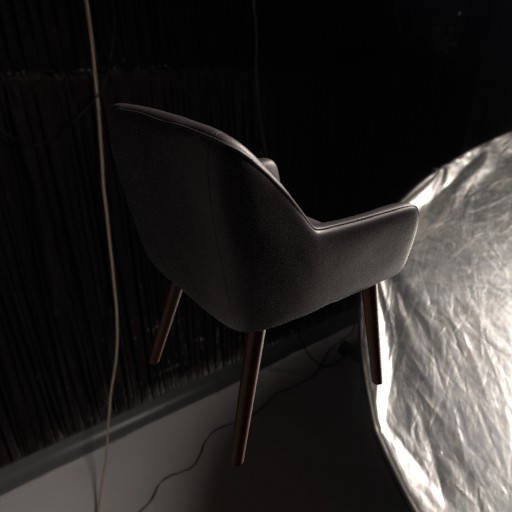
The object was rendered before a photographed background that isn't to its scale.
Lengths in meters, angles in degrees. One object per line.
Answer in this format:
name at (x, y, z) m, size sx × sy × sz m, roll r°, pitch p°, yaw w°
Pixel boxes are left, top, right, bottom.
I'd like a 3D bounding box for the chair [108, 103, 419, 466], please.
chair at (0.000, 0.000, 1.235) m, size 0.610 × 0.828 × 0.610 m, roll -18°, pitch 31°, yaw -32°
